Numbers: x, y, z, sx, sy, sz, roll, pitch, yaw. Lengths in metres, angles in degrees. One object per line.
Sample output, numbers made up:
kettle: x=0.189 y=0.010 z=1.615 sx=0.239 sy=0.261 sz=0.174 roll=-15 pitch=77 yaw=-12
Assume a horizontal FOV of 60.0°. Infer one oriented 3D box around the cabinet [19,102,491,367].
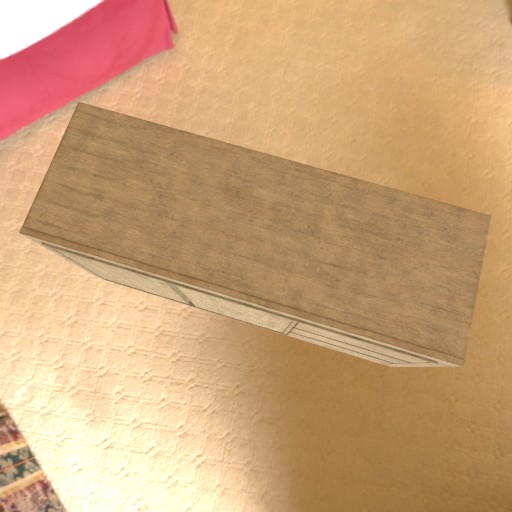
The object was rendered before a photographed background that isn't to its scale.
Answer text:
cabinet: x=0.000 y=0.000 z=1.847 sx=1.460 sy=0.825 sz=0.511 roll=16 pitch=76 yaw=4
